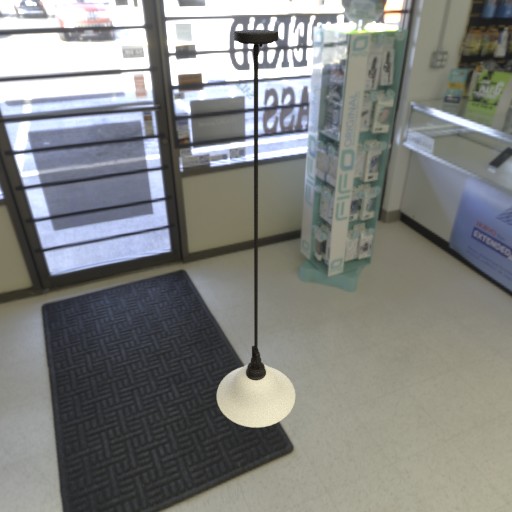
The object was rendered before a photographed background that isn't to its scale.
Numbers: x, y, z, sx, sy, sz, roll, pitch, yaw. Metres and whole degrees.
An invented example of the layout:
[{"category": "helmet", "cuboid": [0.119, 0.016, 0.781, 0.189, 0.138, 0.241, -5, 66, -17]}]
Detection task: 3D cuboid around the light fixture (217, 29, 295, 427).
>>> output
[{"category": "light fixture", "cuboid": [0.000, 0.000, 1.475, 0.324, 1.337, 0.324, -11, 33, -17]}]
